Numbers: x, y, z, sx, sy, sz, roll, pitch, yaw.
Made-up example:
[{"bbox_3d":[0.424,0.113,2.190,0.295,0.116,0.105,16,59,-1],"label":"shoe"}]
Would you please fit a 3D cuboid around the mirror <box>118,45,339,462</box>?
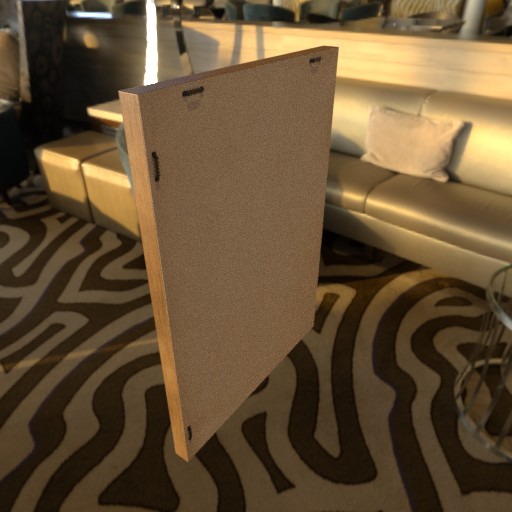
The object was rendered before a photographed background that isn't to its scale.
[{"bbox_3d":[0.000,0.000,0.882,0.039,0.711,0.508,21,38,30],"label":"mirror"}]
